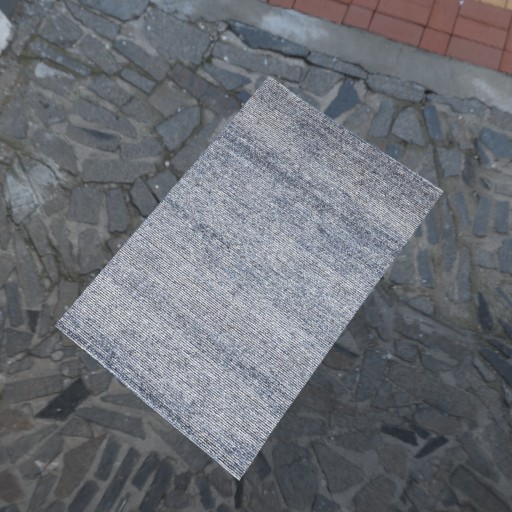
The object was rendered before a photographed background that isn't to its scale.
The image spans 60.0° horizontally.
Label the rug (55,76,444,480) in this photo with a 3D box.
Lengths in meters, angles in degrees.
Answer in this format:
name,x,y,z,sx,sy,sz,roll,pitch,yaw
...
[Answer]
name,x,y,z,sx,sy,sz,roll,pitch,yaw
rug,0.000,0.000,2.220,1.135,0.010,1.740,37,79,8
